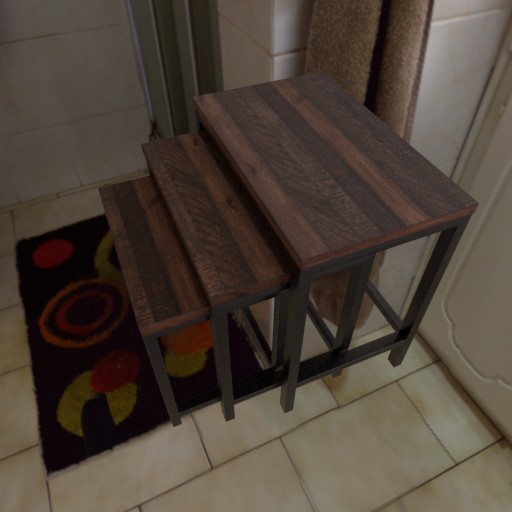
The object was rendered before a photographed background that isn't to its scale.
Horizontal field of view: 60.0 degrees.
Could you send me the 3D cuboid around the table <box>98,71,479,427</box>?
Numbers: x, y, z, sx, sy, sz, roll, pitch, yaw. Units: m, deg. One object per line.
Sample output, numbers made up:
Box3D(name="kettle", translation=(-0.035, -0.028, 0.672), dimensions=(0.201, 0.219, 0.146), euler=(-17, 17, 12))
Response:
Box3D(name="table", translation=(0.000, 0.000, 1.165), dimensions=(0.660, 0.616, 0.608), euler=(-17, 49, -15))
